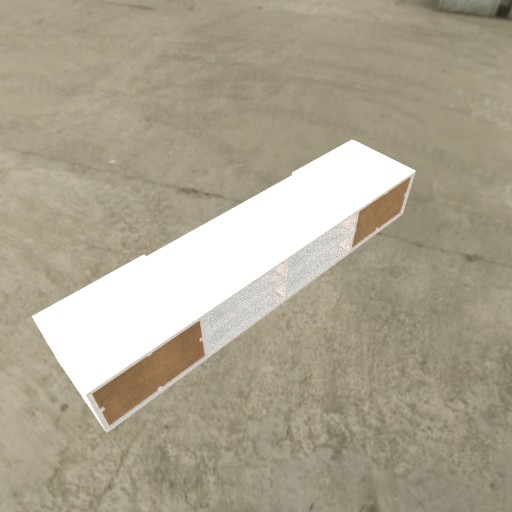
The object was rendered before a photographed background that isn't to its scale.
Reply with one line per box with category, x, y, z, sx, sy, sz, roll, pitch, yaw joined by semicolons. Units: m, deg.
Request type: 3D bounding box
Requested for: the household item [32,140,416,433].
household item;0.000;0.000;2.069;1.850;0.310;0.420;-33;54;-28
